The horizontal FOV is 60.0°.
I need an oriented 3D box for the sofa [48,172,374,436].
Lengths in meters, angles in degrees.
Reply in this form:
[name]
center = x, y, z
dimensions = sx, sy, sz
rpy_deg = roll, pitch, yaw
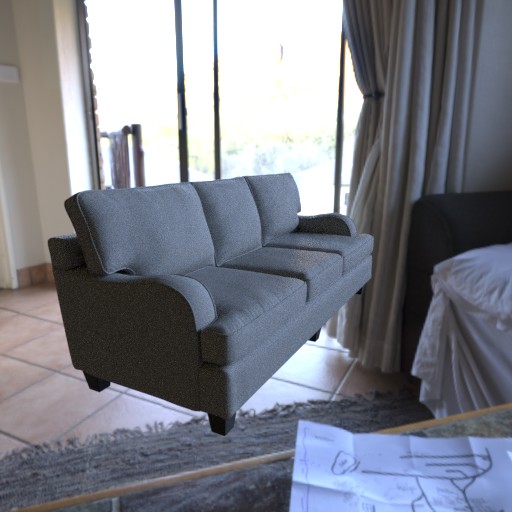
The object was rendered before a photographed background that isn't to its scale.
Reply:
[sofa]
center = 0.000, 0.000, 2.886
dimensions = 1.016, 0.997, 2.323
rpy_deg = 7, 15, 27
